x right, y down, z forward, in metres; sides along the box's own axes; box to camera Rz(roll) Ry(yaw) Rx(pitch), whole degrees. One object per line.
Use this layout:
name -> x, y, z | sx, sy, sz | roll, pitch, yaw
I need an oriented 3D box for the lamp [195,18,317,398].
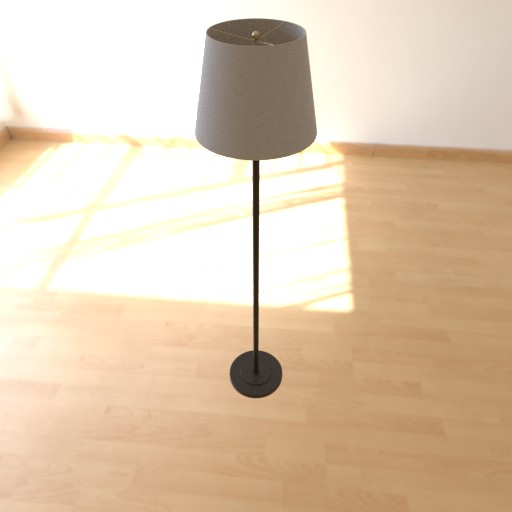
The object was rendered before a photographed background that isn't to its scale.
lamp -> 0.000, 0.000, 1.577 | 0.348, 1.473, 0.348 | -13, 43, -14
